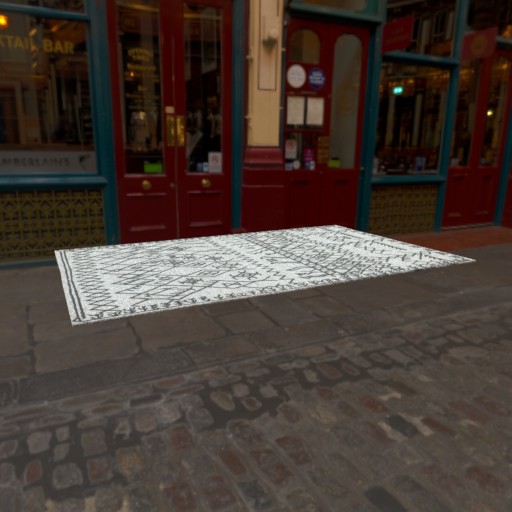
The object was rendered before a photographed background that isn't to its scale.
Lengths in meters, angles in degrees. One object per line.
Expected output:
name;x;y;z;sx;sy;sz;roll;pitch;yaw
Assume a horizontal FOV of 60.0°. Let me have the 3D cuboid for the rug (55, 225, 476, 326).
rug;0.000;0.000;4.722;3.824;0.019;2.393;-7;15;-26
